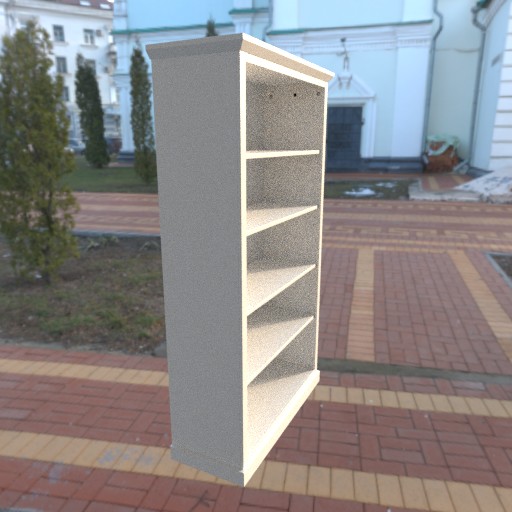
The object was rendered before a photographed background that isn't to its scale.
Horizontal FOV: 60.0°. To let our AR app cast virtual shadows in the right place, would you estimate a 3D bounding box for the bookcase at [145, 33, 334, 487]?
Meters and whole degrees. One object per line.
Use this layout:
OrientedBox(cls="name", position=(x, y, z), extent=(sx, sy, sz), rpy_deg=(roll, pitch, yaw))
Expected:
OrientedBox(cls="bookcase", position=(0.000, 0.000, 2.308), extent=(0.432, 1.880, 1.050), rpy_deg=(7, 16, 26))
